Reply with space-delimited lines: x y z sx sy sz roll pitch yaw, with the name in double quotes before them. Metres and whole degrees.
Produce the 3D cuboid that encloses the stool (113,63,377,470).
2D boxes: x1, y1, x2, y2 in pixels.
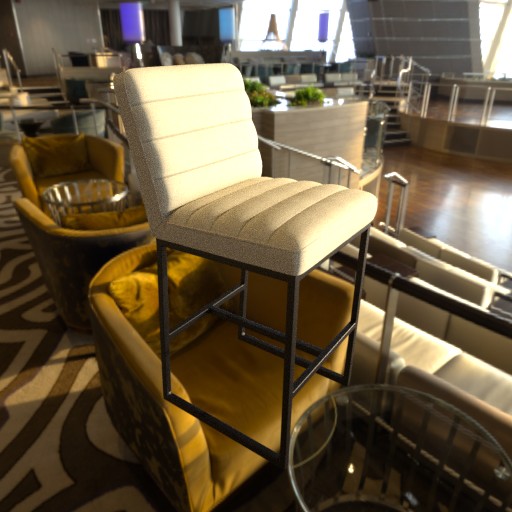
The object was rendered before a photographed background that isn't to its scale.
"stool" 0.000 0.000 1.326 0.560 1.040 0.460 17 31 31
